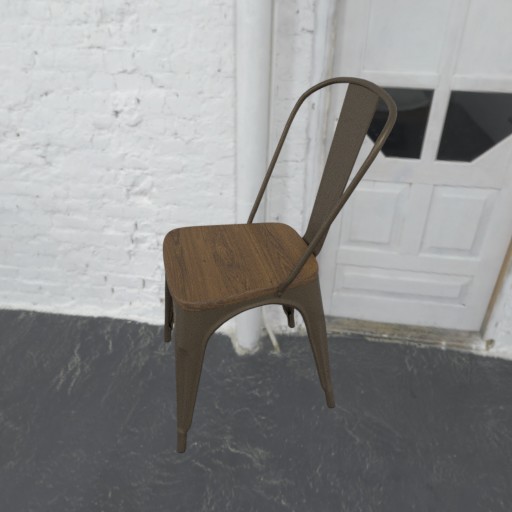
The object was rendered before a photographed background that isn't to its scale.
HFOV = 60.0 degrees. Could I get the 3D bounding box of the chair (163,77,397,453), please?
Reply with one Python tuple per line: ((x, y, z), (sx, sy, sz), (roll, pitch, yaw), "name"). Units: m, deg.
((0.000, 0.000, 1.160), (0.532, 0.844, 0.451), (-8, 32, -12), "chair")
